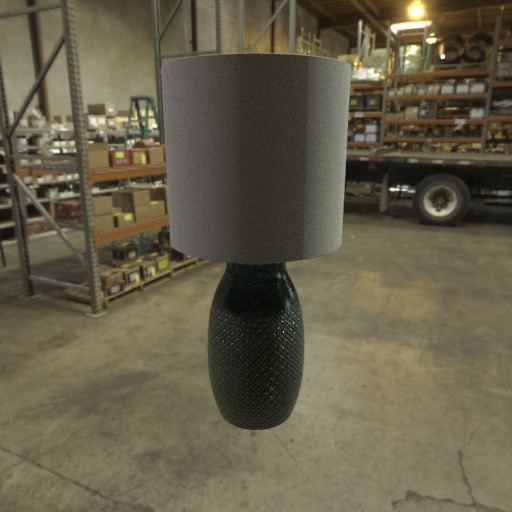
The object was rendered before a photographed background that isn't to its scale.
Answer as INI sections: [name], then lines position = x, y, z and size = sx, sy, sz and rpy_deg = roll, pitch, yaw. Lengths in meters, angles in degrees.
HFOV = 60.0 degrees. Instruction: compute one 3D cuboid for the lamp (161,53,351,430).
[lamp]
position = 0.000, 0.000, 0.577
size = 0.217, 0.453, 0.217
rpy_deg = 8, 18, 25
